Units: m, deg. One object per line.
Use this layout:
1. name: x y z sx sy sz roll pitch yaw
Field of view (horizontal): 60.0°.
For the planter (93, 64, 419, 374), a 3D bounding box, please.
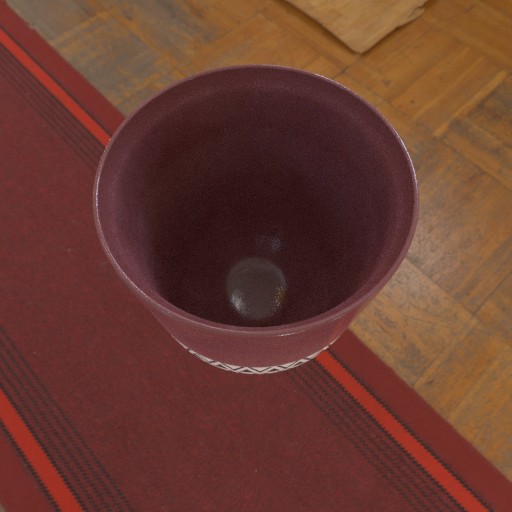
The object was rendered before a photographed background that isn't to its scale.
1. planter: 0.000 0.000 0.362 0.195 0.214 0.195 0 64 0
